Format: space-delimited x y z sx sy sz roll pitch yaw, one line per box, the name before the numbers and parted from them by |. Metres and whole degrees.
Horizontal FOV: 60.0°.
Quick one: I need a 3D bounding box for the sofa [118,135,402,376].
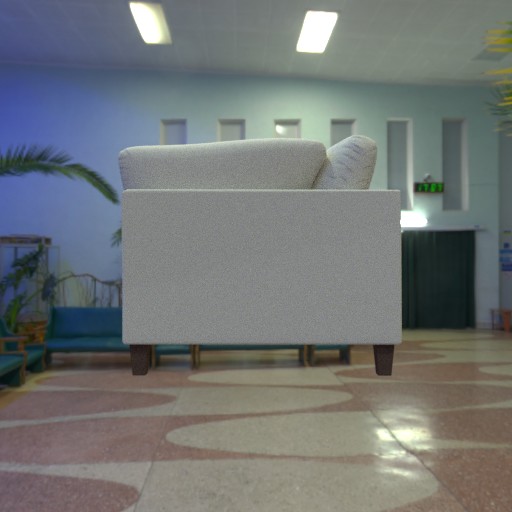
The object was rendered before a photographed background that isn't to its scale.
sofa | 0.000 0.000 2.326 0.970 0.836 1.776 0 -1 0
